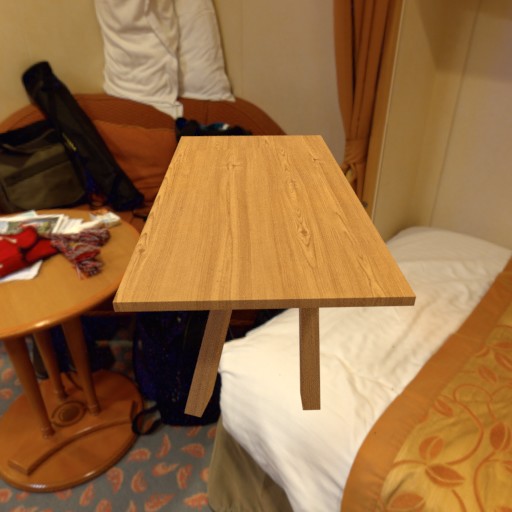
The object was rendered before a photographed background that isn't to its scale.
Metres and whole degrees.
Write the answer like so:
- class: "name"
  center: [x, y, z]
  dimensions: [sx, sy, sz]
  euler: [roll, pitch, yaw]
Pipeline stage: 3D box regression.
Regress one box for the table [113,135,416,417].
- class: "table"
  center: [0.000, 0.000, 2.276]
  dimensions: [0.901, 0.750, 1.797]
  euler: [-1, 30, -2]
